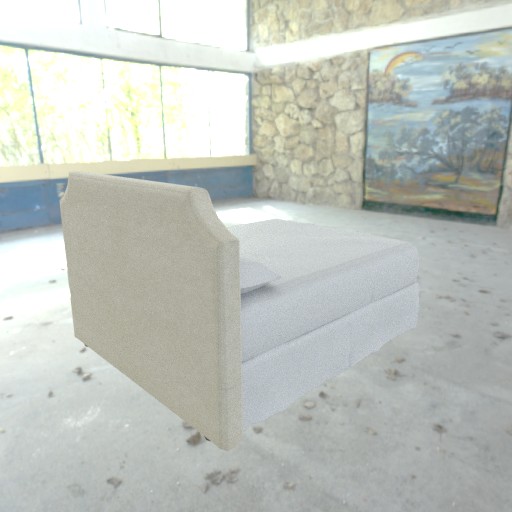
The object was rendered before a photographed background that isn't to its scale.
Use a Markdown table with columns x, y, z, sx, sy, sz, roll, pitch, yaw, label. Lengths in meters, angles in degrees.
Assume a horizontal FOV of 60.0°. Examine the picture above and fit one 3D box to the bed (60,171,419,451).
| x | y | z | sx | sy | sz | roll | pitch | yaw | label |
| --- | --- | --- | --- | --- | --- | --- | --- | --- | --- |
| 0.000 | 0.000 | 3.337 | 2.164 | 1.297 | 1.828 | -14 | 21 | -42 | bed |
